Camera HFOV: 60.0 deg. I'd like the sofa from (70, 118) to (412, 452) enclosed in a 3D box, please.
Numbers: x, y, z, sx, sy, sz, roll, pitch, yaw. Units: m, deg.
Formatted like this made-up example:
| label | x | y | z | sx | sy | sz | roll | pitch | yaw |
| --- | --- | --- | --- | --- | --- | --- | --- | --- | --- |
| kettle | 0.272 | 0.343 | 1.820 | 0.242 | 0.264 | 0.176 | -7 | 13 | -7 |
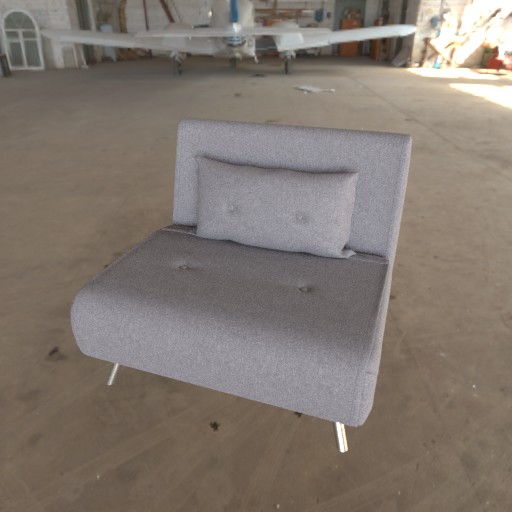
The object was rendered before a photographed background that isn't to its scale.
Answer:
| label | x | y | z | sx | sy | sz | roll | pitch | yaw |
| --- | --- | --- | --- | --- | --- | --- | --- | --- | --- |
| sofa | 0.000 | 0.000 | 1.706 | 1.020 | 0.825 | 1.000 | 9 | 30 | 17 |
